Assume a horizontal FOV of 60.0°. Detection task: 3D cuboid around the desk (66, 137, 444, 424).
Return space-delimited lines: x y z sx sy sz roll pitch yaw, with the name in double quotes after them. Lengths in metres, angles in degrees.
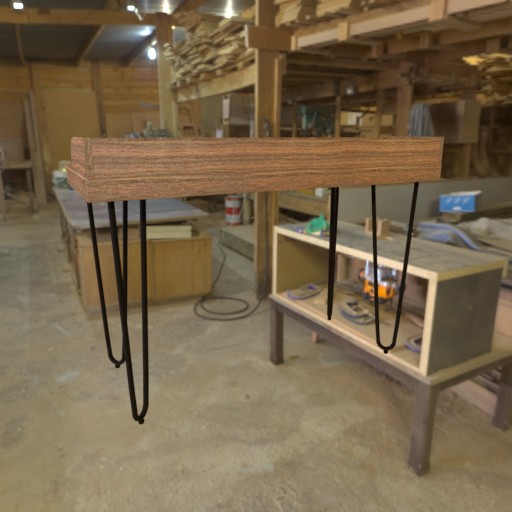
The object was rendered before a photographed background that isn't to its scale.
0.000 0.000 1.645 1.200 0.854 0.565 -8 17 -26 "desk"
